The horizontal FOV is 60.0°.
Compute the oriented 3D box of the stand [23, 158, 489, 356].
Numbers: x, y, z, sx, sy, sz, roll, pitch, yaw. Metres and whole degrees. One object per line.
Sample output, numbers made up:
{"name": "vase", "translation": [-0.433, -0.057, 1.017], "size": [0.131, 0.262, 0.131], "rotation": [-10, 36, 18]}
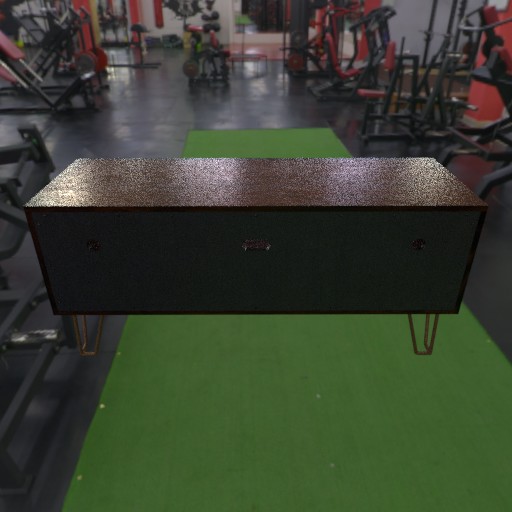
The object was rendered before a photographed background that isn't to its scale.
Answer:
{"name": "stand", "translation": [0.000, 0.000, 1.663], "size": [1.372, 0.610, 0.481], "rotation": [0, 30, 0]}
